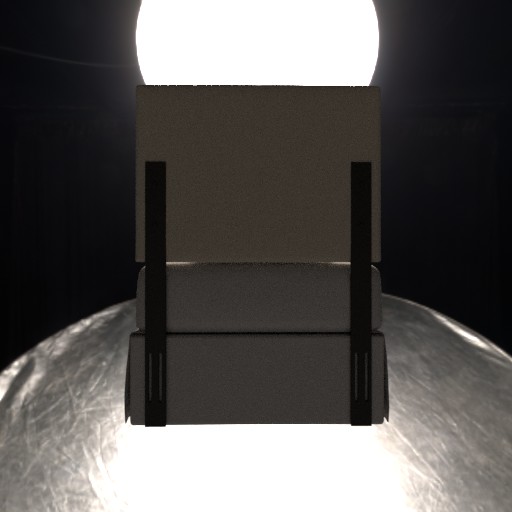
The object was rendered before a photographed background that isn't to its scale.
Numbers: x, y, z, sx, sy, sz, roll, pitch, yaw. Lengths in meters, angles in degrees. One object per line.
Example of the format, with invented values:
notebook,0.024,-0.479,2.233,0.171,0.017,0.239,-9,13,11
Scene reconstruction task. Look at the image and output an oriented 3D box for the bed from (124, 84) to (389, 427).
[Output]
bed,0.000,0.000,3.008,1.261,1.571,1.997,0,0,-1
